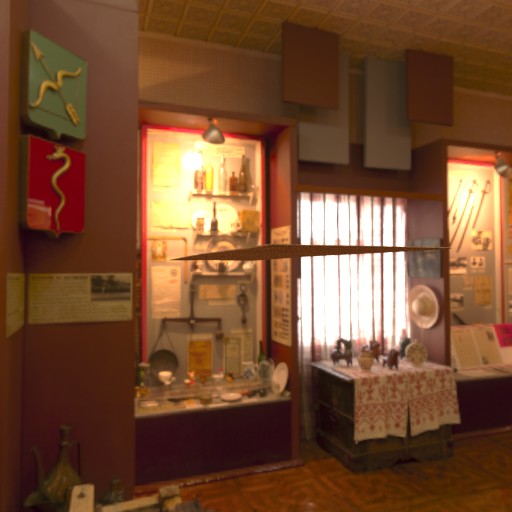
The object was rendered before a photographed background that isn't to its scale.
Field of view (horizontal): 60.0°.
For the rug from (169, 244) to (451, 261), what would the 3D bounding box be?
[{"bbox_3d":[0.000,0.000,2.569,0.697,0.013,2.335,1,-2,-18],"label":"rug"}]
